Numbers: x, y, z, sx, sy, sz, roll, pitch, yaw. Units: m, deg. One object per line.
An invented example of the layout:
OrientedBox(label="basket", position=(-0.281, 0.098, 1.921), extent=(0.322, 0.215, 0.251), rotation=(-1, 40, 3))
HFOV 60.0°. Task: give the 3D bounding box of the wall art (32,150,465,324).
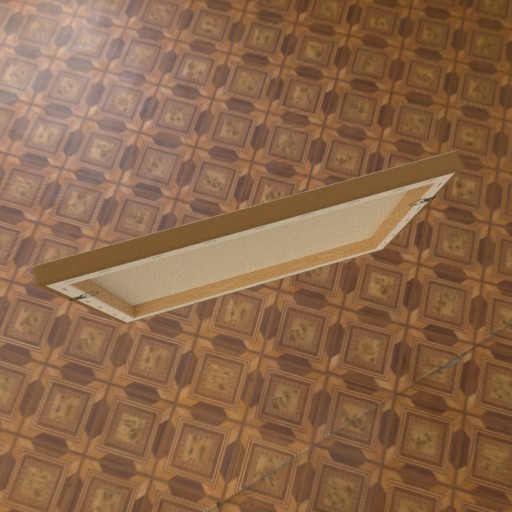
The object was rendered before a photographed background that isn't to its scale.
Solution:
OrientedBox(label="wall art", position=(0.000, 0.000, 0.498), extent=(0.380, 0.254, 0.019), rotation=(-16, 75, -4))
